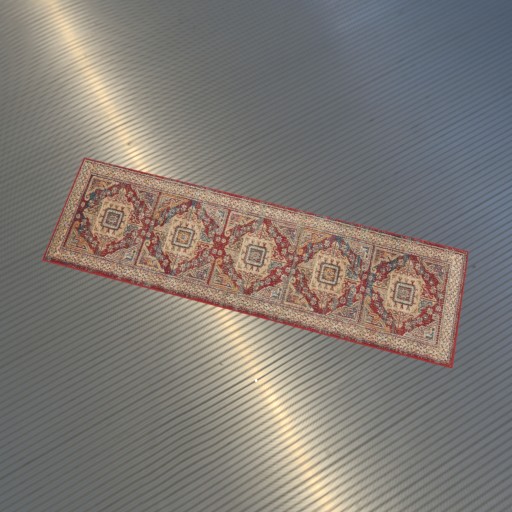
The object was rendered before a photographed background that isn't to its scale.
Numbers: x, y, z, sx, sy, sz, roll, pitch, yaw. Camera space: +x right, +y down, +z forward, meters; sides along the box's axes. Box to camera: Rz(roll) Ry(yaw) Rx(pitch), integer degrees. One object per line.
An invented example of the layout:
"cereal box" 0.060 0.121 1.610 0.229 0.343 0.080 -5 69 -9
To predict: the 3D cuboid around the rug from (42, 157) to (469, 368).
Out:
"rug" 0.000 0.000 2.477 2.292 0.015 0.659 14 75 4
